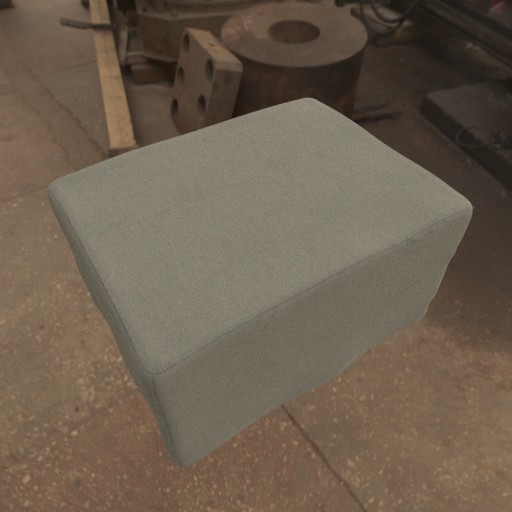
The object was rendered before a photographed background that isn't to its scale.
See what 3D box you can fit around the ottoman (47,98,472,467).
[{"bbox_3d":[0.000,0.000,1.201,0.833,0.461,0.648,-25,52,-22],"label":"ottoman"}]
